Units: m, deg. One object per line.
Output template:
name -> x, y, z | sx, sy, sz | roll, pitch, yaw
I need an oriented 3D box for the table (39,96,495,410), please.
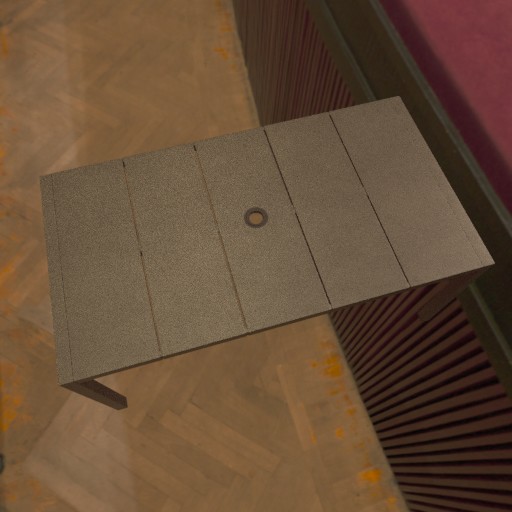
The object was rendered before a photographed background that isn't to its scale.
table -> 0.000, 0.000, 2.146 | 1.680, 0.735, 0.914 | -15, 65, -7
